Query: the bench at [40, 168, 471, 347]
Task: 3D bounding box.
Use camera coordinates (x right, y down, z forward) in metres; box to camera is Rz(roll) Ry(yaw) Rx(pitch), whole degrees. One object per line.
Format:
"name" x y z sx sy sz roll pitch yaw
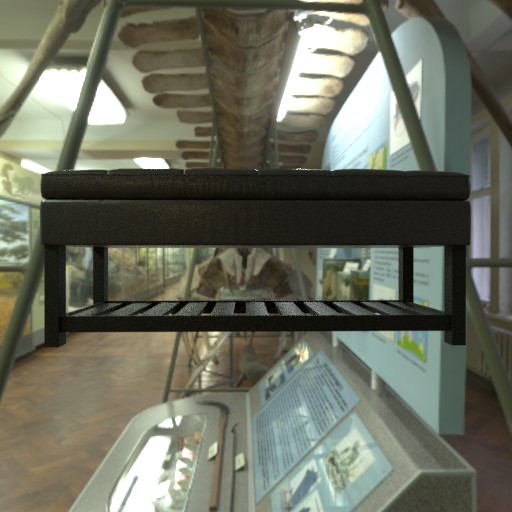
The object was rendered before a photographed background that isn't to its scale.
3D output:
"bench" 0.000 0.000 1.331 1.105 0.460 0.432 0 0 -1
